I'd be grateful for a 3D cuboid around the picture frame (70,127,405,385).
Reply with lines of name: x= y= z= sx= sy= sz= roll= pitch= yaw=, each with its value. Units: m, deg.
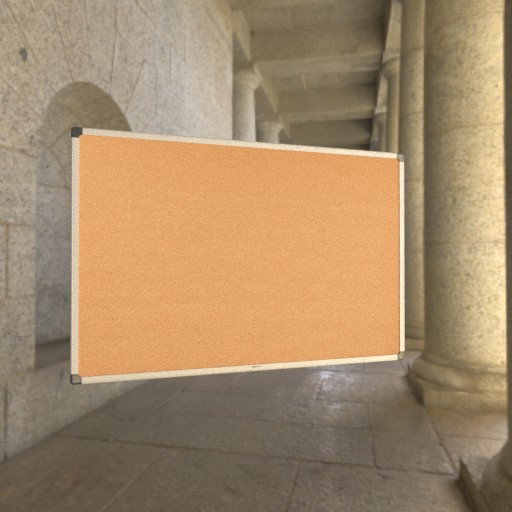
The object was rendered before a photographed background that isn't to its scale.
picture frame: x=0.000 y=0.000 z=1.160 sx=0.900 sy=0.600 sz=0.010 roll=0 pitch=-1 yaw=-17
